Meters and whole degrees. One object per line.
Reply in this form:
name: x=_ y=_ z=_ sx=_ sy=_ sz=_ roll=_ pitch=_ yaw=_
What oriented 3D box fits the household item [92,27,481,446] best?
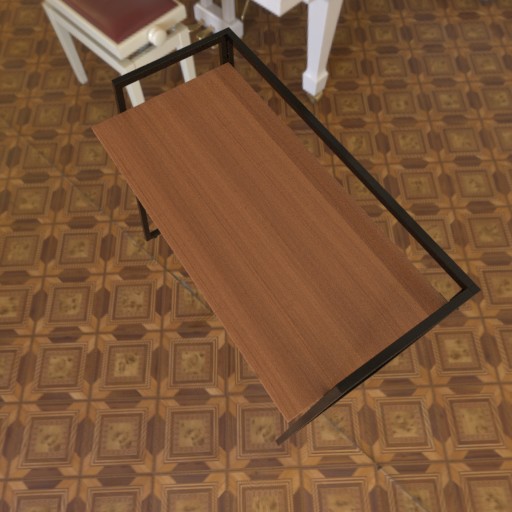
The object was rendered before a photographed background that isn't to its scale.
household item: x=0.000 y=0.000 z=1.502 sx=0.510 sy=0.860 sz=1.050 roll=-31 pitch=68 yaw=-14
